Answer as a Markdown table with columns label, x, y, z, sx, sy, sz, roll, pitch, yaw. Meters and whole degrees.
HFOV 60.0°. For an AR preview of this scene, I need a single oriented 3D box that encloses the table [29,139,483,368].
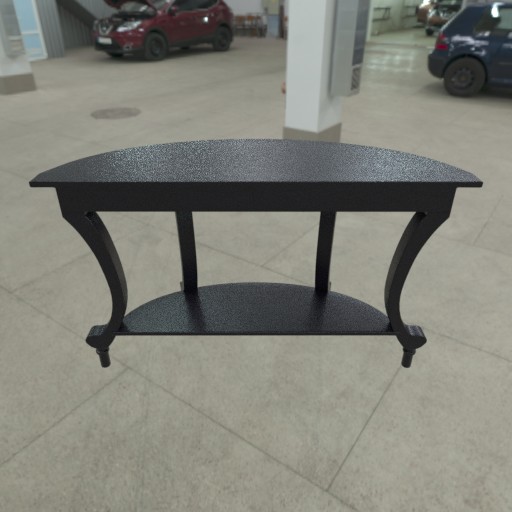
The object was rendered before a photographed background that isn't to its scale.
| label | x | y | z | sx | sy | sz | roll | pitch | yaw |
| --- | --- | --- | --- | --- | --- | --- | --- | --- | --- |
| table | 0.000 | 0.000 | 1.513 | 1.198 | 0.692 | 0.394 | 0 | 31 | 0 |
